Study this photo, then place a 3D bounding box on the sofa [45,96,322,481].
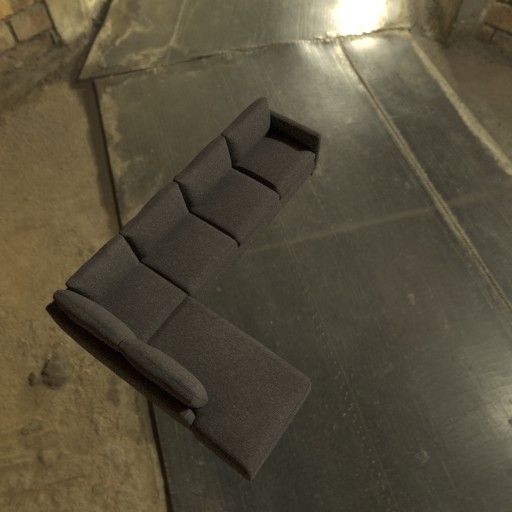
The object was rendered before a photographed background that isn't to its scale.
[{"bbox_3d":[0.000,0.000,3.922,2.007,0.815,2.949,31,64,17],"label":"sofa"}]
